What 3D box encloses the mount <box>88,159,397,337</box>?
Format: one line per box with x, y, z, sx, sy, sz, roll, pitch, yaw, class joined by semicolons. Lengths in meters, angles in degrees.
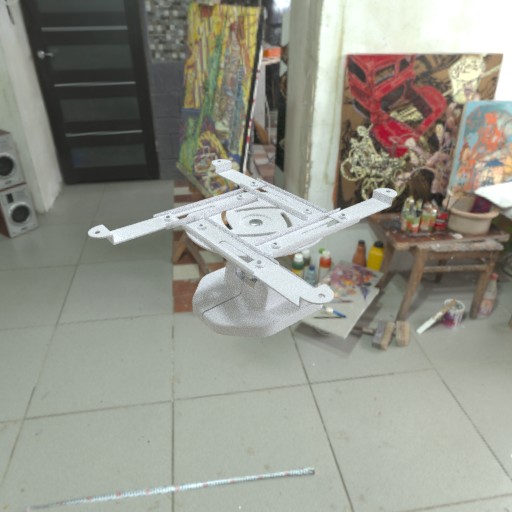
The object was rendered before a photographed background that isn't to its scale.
0.000;0.000;0.618;0.394;0.141;0.394;-22;38;-32;mount
